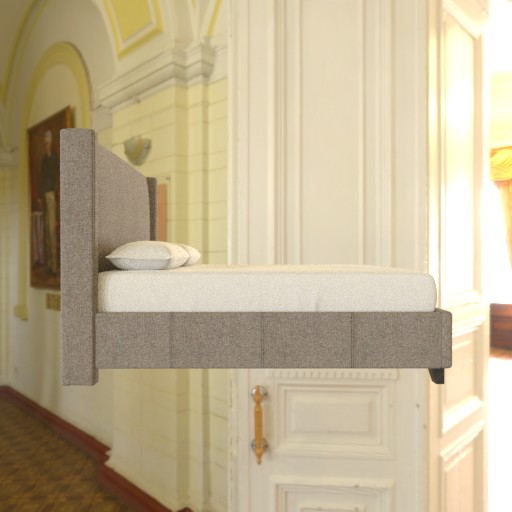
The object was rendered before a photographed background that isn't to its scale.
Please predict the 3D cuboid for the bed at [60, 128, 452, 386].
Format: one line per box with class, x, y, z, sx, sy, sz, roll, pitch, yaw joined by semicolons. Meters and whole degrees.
bed;0.000;0.000;3.377;2.245;1.481;1.714;0;0;-1
